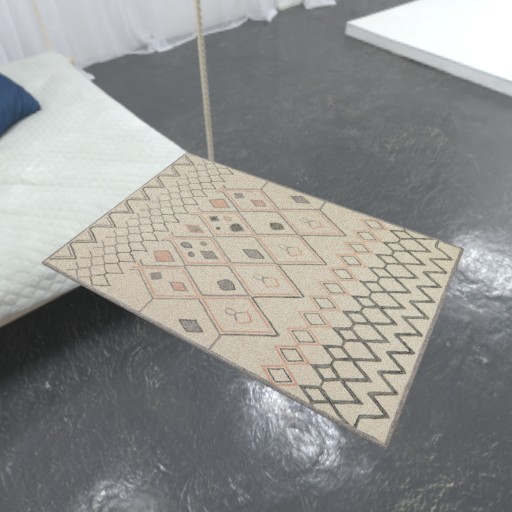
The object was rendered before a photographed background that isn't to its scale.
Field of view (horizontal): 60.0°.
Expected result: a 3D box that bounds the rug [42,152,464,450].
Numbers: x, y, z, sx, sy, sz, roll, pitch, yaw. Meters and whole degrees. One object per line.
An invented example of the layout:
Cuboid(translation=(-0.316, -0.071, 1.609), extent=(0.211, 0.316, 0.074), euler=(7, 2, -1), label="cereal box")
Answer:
Cuboid(translation=(0.000, 0.000, 2.300), extent=(1.829, 0.016, 1.219), euler=(23, 49, 21), label="rug")
